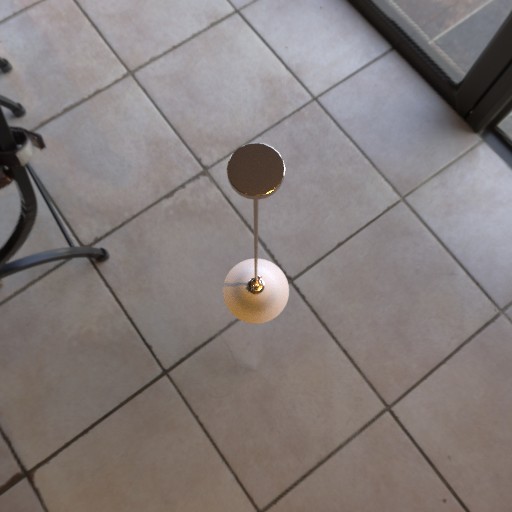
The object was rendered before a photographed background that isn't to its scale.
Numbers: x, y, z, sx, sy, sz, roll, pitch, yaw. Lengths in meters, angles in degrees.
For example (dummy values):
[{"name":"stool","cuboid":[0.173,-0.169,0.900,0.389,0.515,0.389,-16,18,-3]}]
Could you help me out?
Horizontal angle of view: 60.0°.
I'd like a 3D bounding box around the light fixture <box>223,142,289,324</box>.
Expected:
[{"name":"light fixture","cuboid":[0.000,0.000,1.517,0.324,1.354,0.324,34,78,8]}]
